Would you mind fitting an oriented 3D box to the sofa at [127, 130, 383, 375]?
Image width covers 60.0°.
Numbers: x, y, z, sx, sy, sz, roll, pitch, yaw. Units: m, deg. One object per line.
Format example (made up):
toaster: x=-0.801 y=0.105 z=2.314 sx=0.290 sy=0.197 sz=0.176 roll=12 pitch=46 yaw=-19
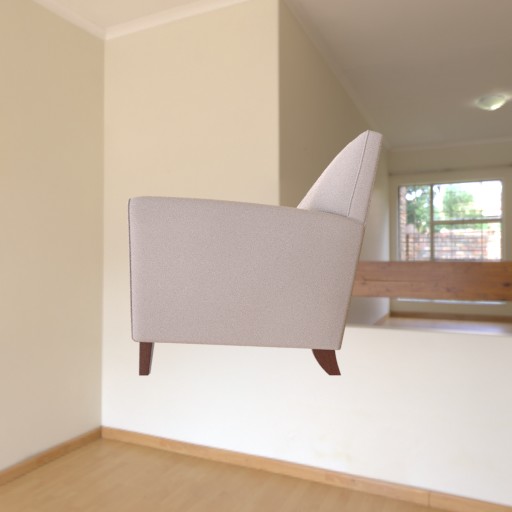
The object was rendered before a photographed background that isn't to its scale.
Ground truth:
sofa: x=0.000 y=0.000 z=2.456 sx=0.875 sy=0.846 sz=2.000 roll=0 pitch=-1 yaw=0
